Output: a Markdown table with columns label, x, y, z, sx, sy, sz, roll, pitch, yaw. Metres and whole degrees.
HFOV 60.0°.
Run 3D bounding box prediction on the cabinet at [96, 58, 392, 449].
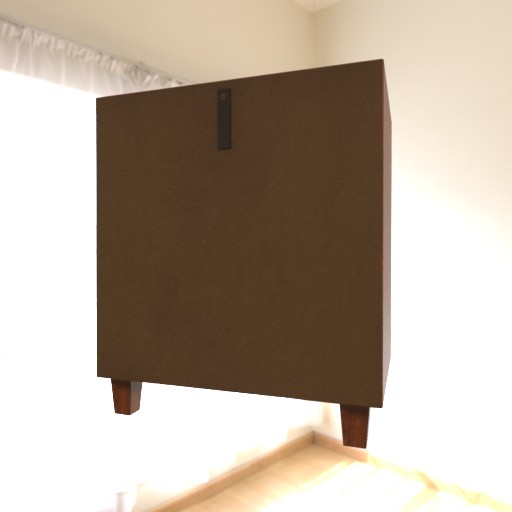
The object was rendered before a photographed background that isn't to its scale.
| label | x | y | z | sx | sy | sz | roll | pitch | yaw |
| --- | --- | --- | --- | --- | --- | --- | --- | --- | --- |
| cabinet | 0.000 | 0.000 | 1.062 | 0.607 | 0.695 | 0.410 | 0 | 0 | 19 |
